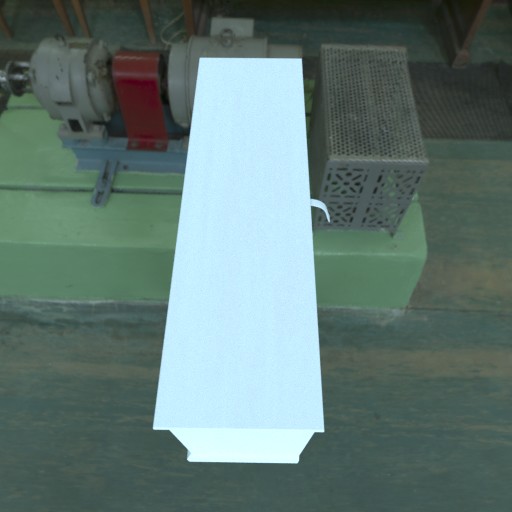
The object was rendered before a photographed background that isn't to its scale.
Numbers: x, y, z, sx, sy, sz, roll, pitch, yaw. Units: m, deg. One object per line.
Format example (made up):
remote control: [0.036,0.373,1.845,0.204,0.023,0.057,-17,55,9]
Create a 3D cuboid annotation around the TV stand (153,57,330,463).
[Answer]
TV stand: [0.000,0.000,1.461,0.424,0.624,1.187,1,59,0]
